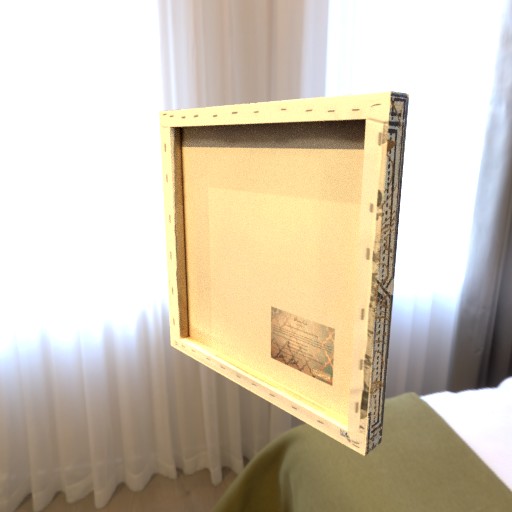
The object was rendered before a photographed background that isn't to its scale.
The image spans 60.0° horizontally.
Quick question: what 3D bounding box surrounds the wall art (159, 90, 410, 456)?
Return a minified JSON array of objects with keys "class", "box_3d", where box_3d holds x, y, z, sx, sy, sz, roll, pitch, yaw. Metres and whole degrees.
[{"class":"wall art","box_3d":[0.000,0.000,0.631,0.038,0.410,0.411,-14,20,-42]}]
